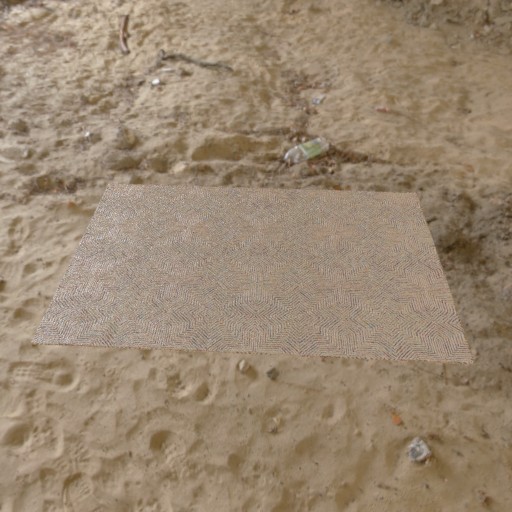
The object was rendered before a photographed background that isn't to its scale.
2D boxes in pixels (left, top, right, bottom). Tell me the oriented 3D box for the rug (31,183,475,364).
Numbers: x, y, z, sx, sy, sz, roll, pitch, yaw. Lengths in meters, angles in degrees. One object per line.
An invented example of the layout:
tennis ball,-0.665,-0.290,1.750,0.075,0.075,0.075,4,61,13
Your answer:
rug,0.000,0.000,2.954,2.428,0.007,1.519,2,45,2
